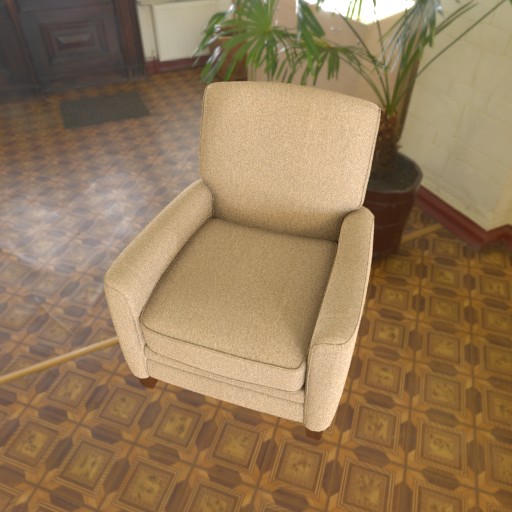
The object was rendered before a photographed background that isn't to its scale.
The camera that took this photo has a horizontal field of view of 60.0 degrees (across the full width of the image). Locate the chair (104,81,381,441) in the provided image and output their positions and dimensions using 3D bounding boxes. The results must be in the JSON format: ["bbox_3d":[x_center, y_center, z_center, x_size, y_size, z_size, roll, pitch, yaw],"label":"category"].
[{"bbox_3d":[0.000,0.000,1.673,0.848,1.014,0.864,12,43,14],"label":"chair"}]
